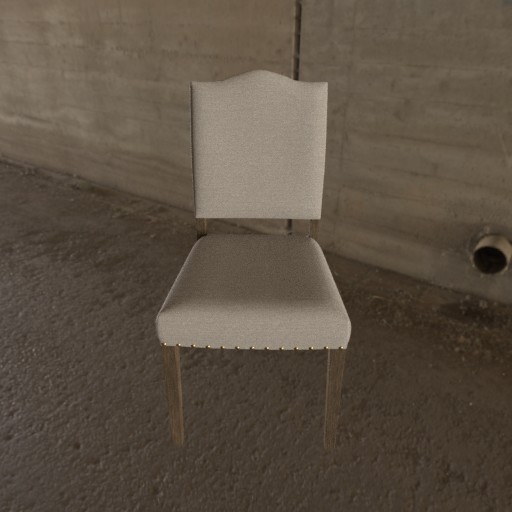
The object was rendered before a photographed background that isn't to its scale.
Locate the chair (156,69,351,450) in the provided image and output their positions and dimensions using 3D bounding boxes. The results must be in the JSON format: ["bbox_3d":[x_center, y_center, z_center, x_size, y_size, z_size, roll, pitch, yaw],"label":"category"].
[{"bbox_3d":[0.000,0.000,1.380,0.508,1.020,0.620,1,29,1],"label":"chair"}]
